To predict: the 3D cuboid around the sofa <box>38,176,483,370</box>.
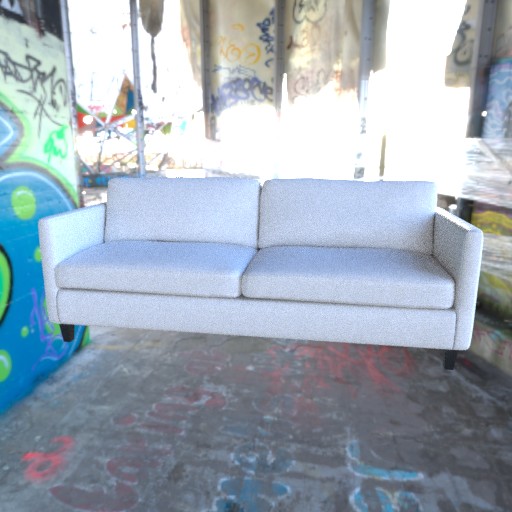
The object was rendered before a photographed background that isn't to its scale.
[{"bbox_3d":[0.000,0.000,2.843,2.434,0.965,0.948,2,14,9],"label":"sofa"}]
